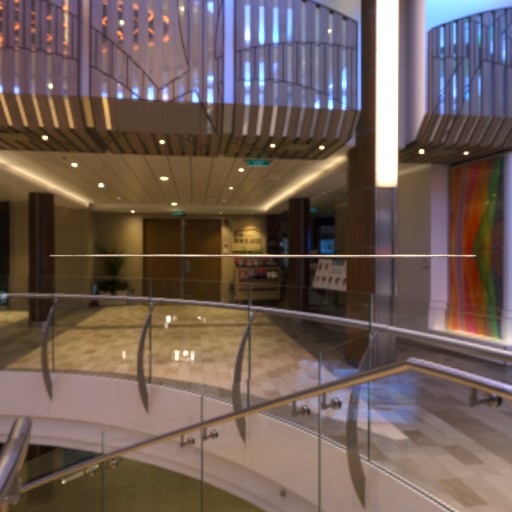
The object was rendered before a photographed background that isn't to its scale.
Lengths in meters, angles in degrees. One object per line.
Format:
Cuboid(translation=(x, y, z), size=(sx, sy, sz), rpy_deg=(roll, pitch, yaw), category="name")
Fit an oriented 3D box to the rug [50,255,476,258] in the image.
Cuboid(translation=(0.000, 0.000, 2.985), size=(2.442, 0.016, 1.527), rpy_deg=(0, 0, 36), category="rug")
